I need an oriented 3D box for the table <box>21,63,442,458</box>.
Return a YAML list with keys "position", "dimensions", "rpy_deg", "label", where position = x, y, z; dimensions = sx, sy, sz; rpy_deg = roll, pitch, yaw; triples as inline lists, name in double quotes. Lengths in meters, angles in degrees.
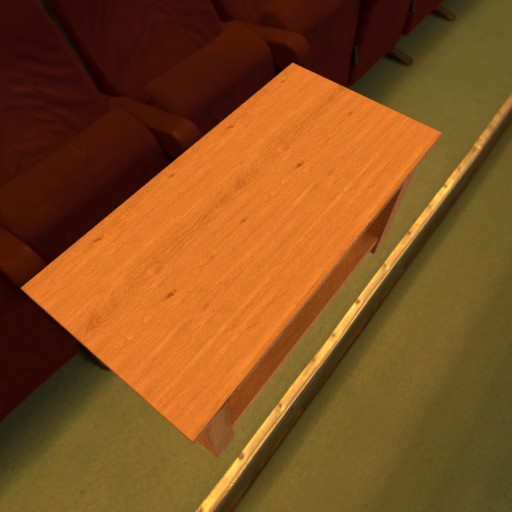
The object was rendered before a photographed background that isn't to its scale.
- position: [0.000, 0.000, 1.161]
  dimensions: [0.450, 0.452, 0.899]
  rpy_deg: [34, 64, 19]
  label: "table"
